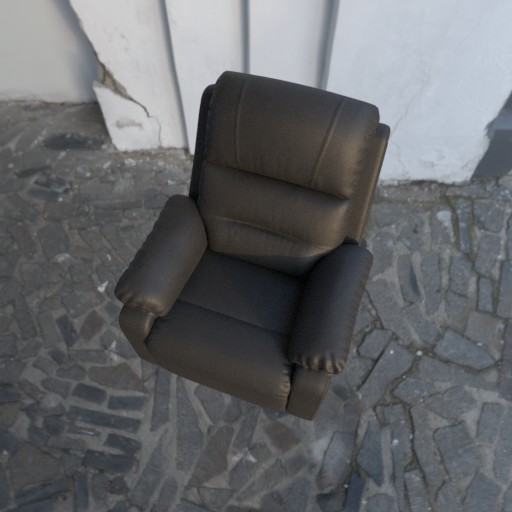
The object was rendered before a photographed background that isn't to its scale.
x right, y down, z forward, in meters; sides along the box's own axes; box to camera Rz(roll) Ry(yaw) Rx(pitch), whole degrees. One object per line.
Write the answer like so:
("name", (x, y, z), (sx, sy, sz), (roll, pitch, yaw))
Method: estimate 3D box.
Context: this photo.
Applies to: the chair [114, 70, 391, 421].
("chair", (0.000, 0.000, 1.705), (0.855, 0.992, 0.919), (17, 60, 10))
